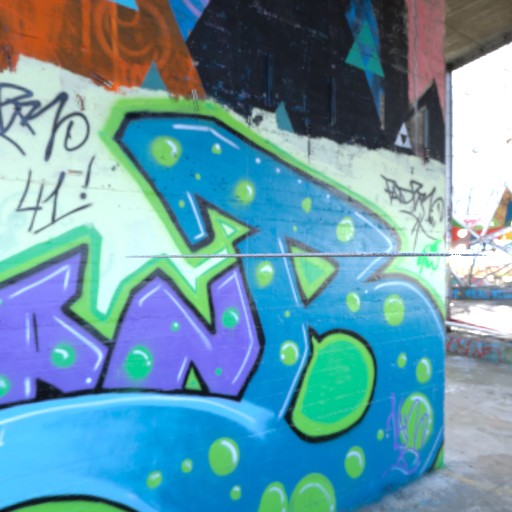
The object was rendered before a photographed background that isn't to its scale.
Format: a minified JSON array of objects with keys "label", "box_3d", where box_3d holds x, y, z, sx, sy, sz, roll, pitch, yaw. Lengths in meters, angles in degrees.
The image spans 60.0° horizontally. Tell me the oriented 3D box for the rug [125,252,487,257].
[{"label":"rug","box_3d":[0.000,0.000,2.738,0.786,0.013,2.480,0,0,-36]}]
